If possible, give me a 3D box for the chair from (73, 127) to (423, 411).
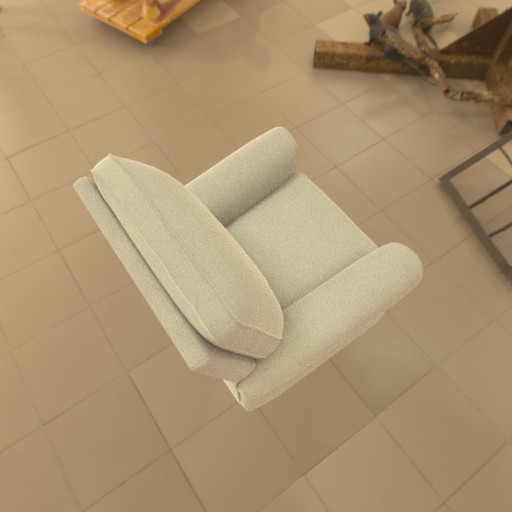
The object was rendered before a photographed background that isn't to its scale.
[{"bbox_3d":[0.000,0.000,1.660,0.878,0.960,0.890,-32,64,-17],"label":"chair"}]
